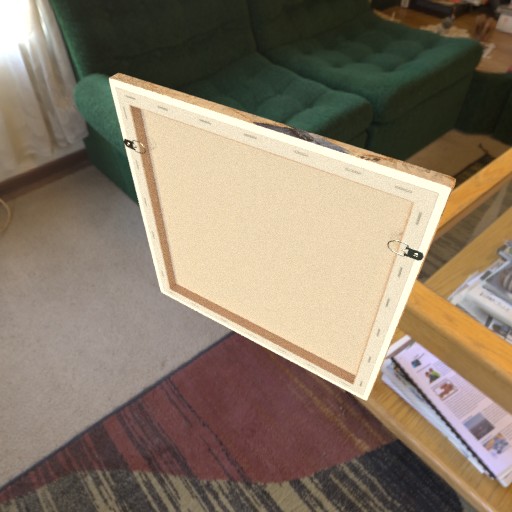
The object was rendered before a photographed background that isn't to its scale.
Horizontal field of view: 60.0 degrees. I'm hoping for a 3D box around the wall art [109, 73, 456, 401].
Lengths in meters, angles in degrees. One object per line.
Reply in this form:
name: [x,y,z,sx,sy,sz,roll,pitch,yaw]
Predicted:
wall art: [0.000,0.000,1.361,0.912,0.914,0.039,24,51,21]
